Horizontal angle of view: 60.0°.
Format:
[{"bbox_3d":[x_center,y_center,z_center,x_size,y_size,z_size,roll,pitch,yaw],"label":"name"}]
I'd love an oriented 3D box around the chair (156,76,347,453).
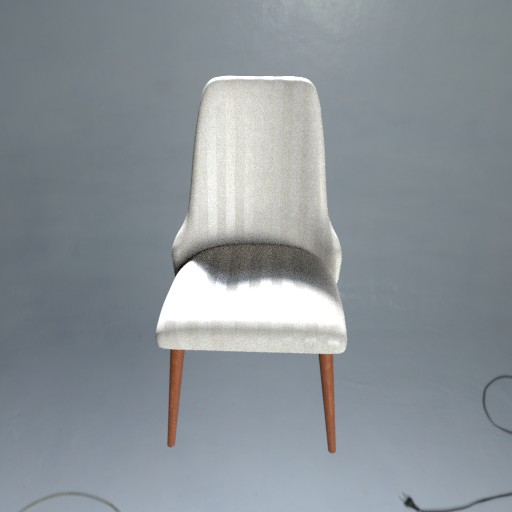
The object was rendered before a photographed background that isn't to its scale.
[{"bbox_3d":[0.000,0.000,1.347,0.526,0.917,0.684,1,32,2],"label":"chair"}]
